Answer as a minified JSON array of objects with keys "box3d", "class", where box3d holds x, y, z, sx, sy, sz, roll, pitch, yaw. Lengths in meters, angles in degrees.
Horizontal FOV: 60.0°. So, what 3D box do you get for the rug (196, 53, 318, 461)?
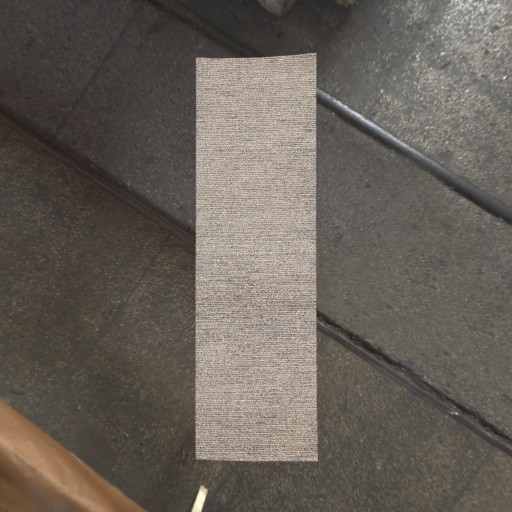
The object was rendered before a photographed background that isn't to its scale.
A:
[{"box3d":[0.000,0.000,2.542,0.697,0.013,2.335,0,89,2],"class":"rug"}]
